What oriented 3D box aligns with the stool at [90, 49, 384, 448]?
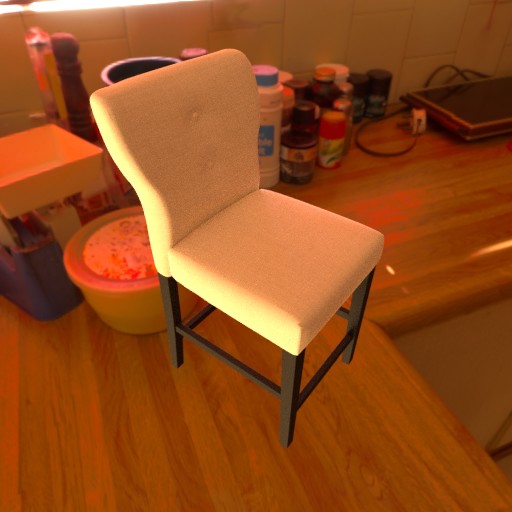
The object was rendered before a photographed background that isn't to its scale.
[{"bbox_3d":[0.000,0.000,1.299,0.603,0.972,0.514,26,46,28],"label":"stool"}]
